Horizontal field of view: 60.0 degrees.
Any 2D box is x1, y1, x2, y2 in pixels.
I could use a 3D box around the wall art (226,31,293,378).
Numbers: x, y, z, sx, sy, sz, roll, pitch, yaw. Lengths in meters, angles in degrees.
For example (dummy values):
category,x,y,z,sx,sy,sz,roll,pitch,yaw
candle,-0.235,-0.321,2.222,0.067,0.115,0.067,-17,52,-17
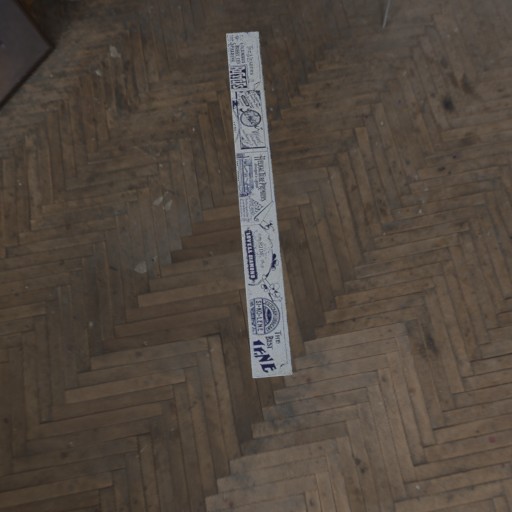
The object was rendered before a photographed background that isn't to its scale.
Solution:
category,x,y,z,sx,sy,sz,roll,pitch,yaw
wall art,0.000,0.000,0.488,0.025,0.376,0.255,-5,75,-1
